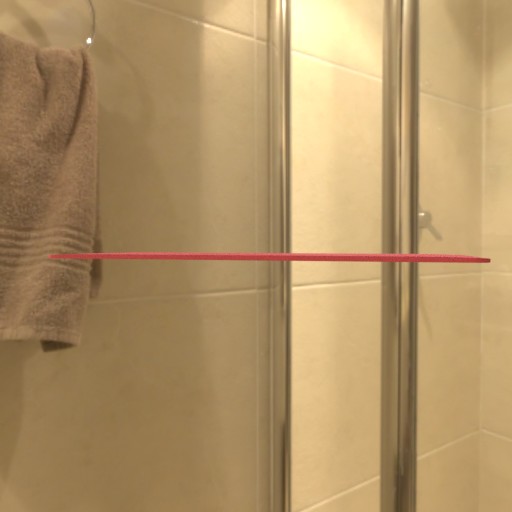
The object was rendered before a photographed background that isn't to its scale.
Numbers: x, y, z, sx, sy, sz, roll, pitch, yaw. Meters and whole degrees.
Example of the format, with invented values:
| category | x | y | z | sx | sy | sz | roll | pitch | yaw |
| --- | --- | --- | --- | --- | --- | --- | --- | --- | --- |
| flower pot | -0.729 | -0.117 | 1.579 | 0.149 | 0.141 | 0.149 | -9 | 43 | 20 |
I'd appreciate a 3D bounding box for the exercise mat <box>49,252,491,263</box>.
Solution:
| category | x | y | z | sx | sy | sz | roll | pitch | yaw |
| --- | --- | --- | --- | --- | --- | --- | --- | --- | --- |
| exercise mat | 0.000 | 0.000 | 2.077 | 1.884 | 0.021 | 0.616 | 0 | 1 | 18 |
